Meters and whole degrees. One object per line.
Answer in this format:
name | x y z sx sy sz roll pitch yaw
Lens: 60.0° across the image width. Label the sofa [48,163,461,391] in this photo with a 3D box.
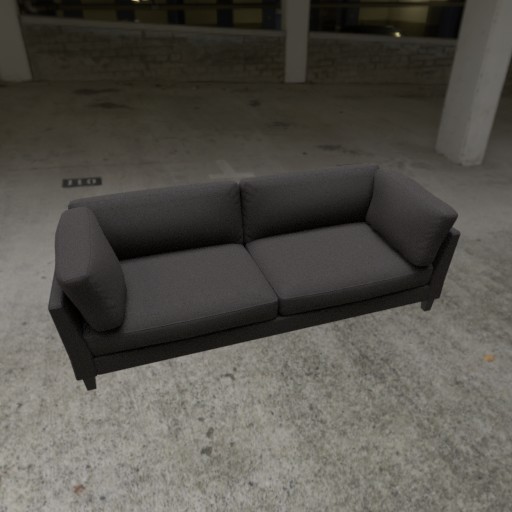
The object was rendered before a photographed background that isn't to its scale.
sofa | 0.000 0.000 2.803 2.312 0.792 0.969 -10 33 -16
